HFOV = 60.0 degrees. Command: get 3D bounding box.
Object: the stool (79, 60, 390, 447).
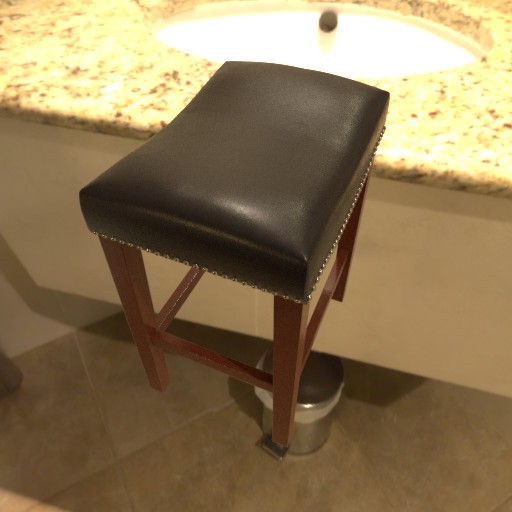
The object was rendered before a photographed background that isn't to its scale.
[{"bbox_3d":[0.000,0.000,0.968,0.372,0.654,0.504,18,49,16],"label":"stool"}]
